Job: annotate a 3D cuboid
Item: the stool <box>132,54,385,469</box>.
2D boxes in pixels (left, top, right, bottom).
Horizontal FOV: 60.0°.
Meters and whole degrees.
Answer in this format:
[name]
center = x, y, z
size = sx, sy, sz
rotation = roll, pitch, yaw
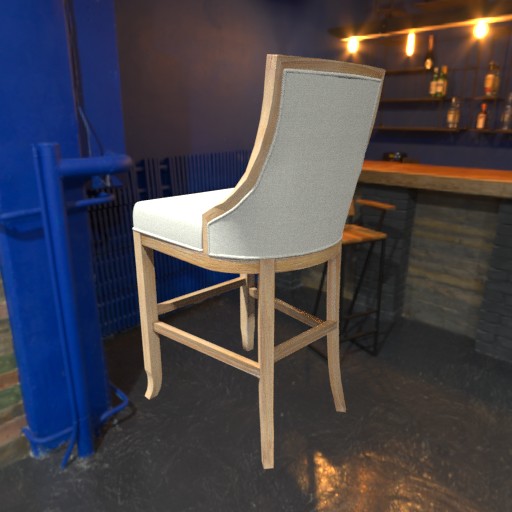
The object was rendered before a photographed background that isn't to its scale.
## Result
[stool]
center = 0.000, 0.000, 1.417
size = 0.524, 1.101, 0.626
rotation = -16, 24, -42
